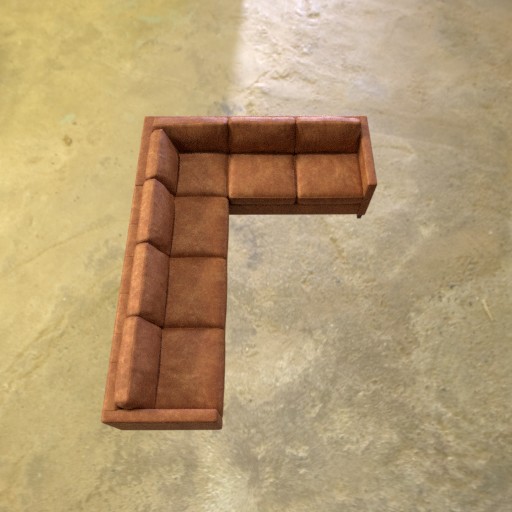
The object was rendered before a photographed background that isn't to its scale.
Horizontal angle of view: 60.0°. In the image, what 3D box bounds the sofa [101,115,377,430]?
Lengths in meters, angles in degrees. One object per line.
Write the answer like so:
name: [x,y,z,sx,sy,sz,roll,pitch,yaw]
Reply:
sofa: [0.000,0.000,4.361,2.438,0.838,3.167,0,63,0]
